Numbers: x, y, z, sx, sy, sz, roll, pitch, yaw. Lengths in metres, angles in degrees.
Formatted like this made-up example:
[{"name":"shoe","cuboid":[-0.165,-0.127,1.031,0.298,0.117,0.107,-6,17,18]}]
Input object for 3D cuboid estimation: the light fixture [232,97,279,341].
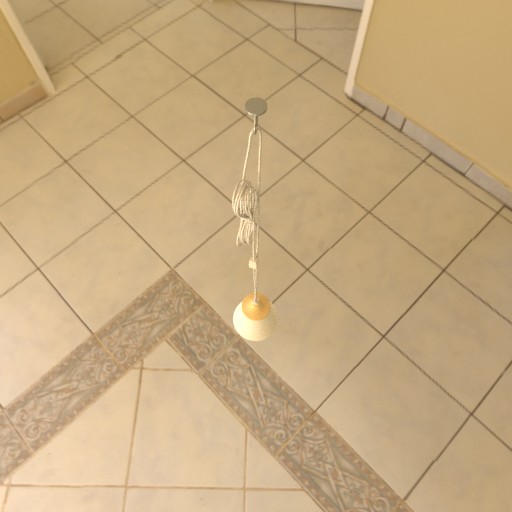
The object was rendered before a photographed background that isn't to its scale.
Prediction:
[{"name":"light fixture","cuboid":[0.000,0.000,1.056,0.153,0.966,0.153,33,69,15]}]
